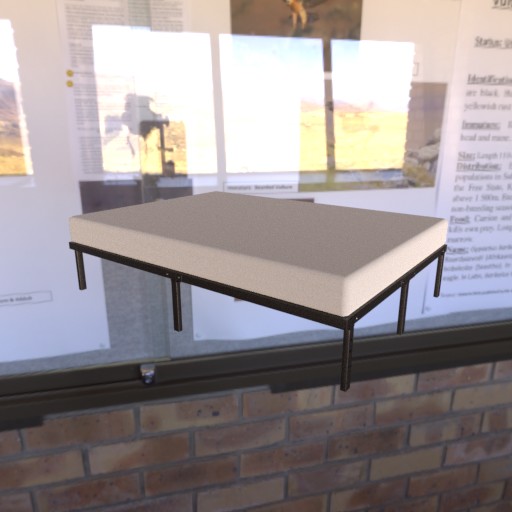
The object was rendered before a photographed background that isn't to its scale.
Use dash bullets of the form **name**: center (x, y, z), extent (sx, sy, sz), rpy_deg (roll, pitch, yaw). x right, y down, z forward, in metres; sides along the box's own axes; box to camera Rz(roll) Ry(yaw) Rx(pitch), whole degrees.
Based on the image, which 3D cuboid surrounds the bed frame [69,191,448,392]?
- **bed frame**: center (0.000, 0.000, 3.819), extent (2.842, 0.680, 2.205), rpy_deg (16, 23, 42)
